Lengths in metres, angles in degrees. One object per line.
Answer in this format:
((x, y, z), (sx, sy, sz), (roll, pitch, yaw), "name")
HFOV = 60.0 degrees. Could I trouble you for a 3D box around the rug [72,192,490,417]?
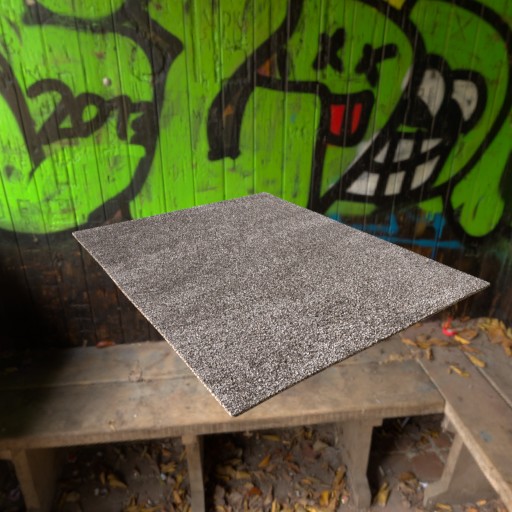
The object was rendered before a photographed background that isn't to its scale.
((0.000, 0.000, 3.961), (2.401, 0.025, 3.000), (-17, 30, -31), "rug")
